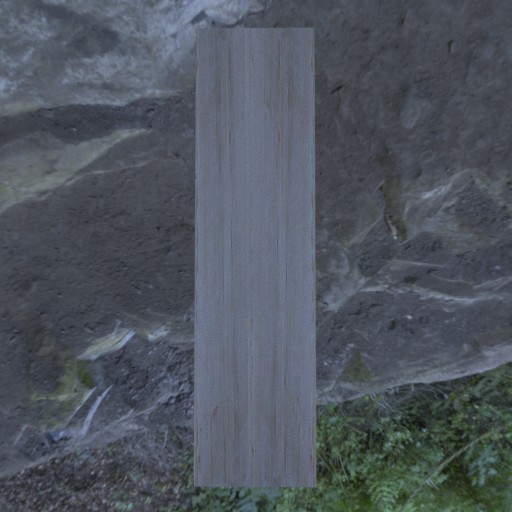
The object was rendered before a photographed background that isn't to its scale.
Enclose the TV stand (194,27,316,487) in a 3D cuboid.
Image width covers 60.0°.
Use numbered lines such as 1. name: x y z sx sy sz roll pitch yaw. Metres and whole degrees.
1. TV stand: 0.000 0.000 1.820 0.420 0.550 1.600 0 88 1
